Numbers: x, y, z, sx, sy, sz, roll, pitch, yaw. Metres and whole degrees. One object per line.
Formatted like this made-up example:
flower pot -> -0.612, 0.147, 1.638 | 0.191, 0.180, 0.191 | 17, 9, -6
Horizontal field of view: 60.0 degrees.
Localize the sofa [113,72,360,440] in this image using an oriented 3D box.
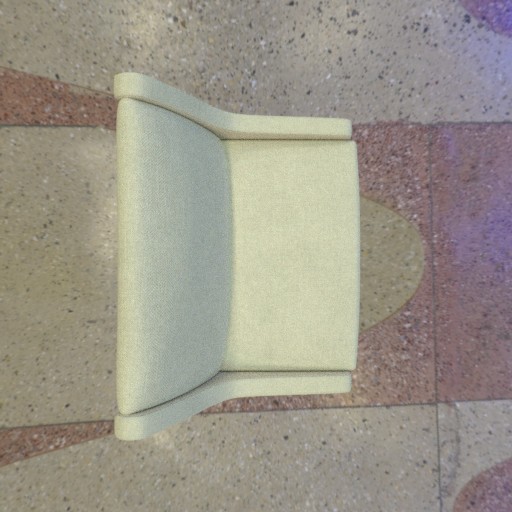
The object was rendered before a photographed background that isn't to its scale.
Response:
sofa -> 0.000, 0.000, 1.918 | 0.946, 0.976, 1.212 | 0, 90, -1
